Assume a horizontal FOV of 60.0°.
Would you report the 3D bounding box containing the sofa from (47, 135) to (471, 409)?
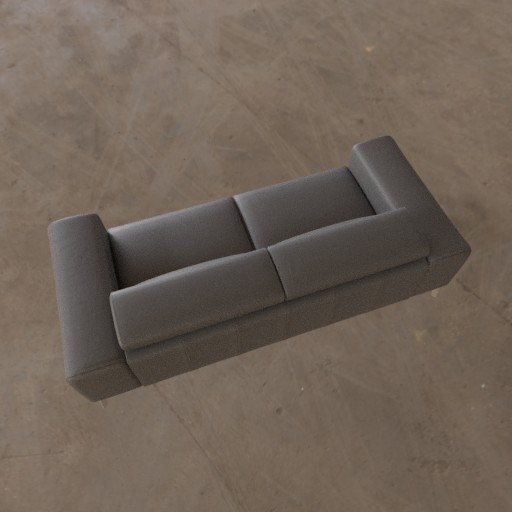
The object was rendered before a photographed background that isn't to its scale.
[{"bbox_3d":[0.000,0.000,2.761,2.321,0.759,1.023,-16,60,-10],"label":"sofa"}]
